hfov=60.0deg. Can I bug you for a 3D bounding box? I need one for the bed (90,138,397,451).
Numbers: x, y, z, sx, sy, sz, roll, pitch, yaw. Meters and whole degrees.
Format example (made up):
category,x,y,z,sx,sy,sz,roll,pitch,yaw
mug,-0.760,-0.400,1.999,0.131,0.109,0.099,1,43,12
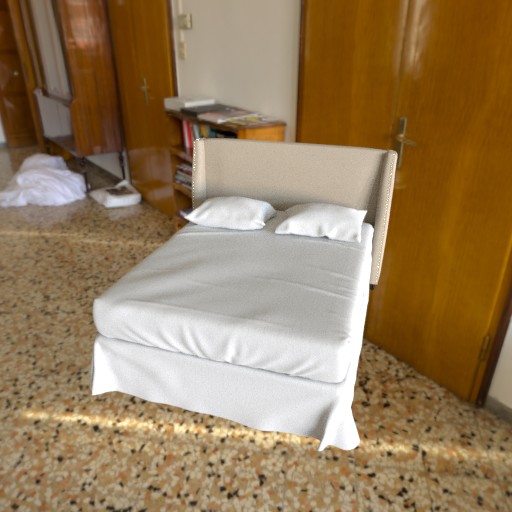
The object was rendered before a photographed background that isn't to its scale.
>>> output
category,x,y,z,sx,sy,sz,roll,pitch,yaw
bed,0.000,0.000,3.481,1.925,1.332,2.276,8,27,16
